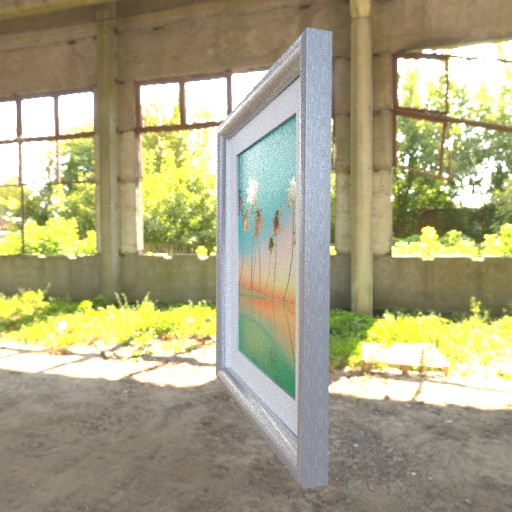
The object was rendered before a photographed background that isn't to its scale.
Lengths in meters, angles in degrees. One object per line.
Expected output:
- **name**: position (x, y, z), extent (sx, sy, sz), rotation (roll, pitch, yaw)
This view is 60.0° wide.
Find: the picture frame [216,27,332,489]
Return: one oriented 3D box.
- **picture frame**: position (0.000, 0.000, 0.522), extent (0.027, 0.378, 0.327), rotation (0, 2, -18)
